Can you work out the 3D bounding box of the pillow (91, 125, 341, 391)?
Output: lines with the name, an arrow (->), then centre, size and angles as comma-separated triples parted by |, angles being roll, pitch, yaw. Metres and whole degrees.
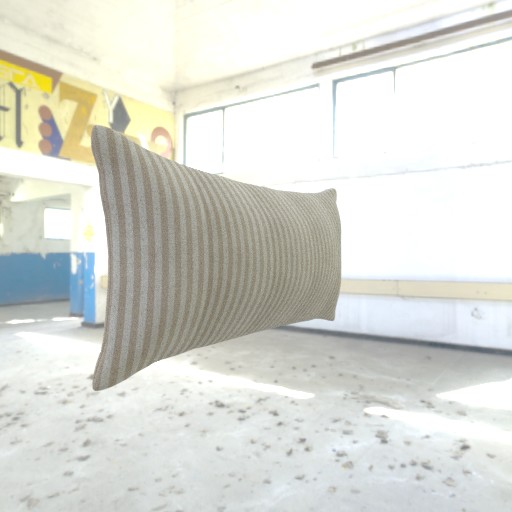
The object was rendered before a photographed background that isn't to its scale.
pillow -> 0.000, 0.000, 0.735 | 0.151, 0.295, 0.617 | 0, 1, 35
